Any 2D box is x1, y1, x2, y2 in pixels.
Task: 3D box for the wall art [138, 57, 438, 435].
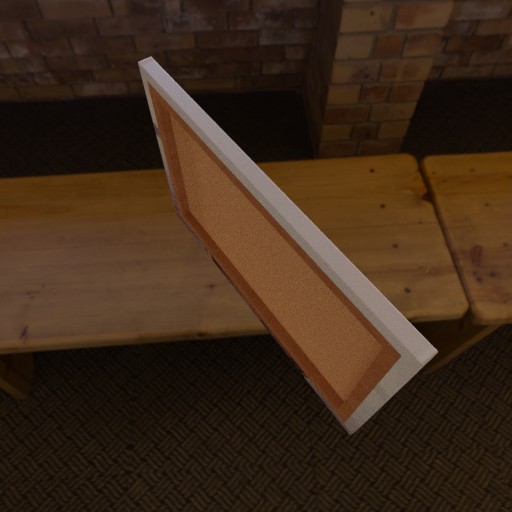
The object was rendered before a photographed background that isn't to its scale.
[{"bbox_3d":[0.000,0.000,1.135,0.037,0.609,0.916,-32,64,-18],"label":"wall art"}]
